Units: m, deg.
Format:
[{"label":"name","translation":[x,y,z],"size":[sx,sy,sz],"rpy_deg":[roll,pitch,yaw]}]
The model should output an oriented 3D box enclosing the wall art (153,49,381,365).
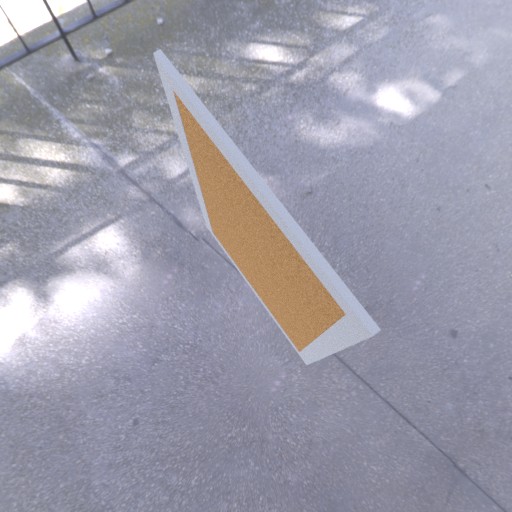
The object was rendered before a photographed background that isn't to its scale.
[{"label":"wall art","translation":[0.000,0.000,0.848],"size":[0.011,0.659,0.454],"rpy_deg":[-34,76,-9]}]
